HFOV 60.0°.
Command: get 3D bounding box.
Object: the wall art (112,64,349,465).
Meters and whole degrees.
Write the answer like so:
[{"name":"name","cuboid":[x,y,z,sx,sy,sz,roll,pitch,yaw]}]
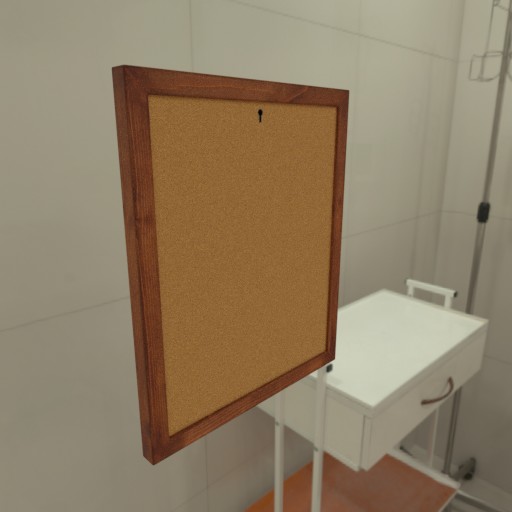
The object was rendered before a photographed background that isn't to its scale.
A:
[{"name":"wall art","cuboid":[0.000,0.000,0.756,0.462,0.558,0.030,-15,21,-43]}]
